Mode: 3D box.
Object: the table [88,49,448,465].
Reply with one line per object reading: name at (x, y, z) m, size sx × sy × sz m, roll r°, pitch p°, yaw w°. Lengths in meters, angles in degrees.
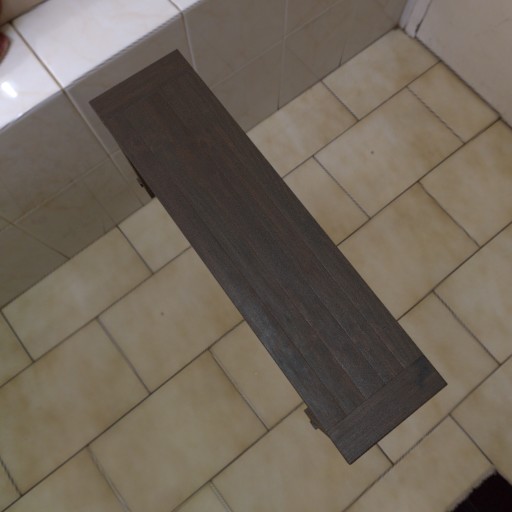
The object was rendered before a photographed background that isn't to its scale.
table at (0.000, 0.000, 1.944) m, size 0.442 × 0.762 × 1.599 m, roll -35°, pitch 78°, yaw -9°
